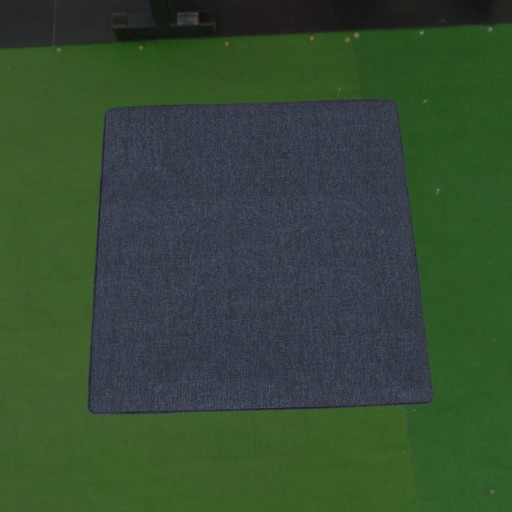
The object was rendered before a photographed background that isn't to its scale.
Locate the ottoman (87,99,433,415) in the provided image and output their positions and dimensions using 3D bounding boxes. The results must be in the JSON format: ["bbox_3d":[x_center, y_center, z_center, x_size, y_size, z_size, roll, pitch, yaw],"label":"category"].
[{"bbox_3d":[0.000,0.000,1.558,1.023,0.423,1.017,-1,76,0],"label":"ottoman"}]
